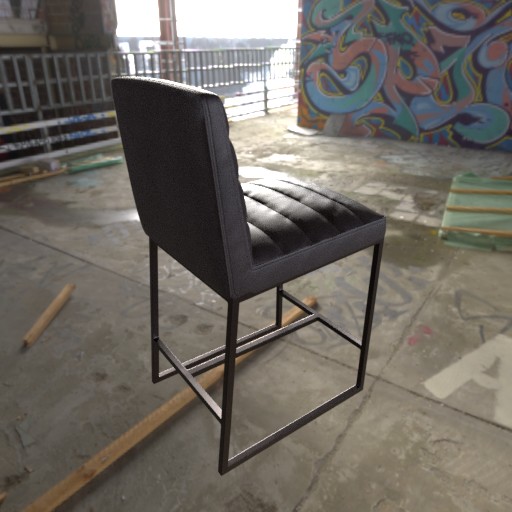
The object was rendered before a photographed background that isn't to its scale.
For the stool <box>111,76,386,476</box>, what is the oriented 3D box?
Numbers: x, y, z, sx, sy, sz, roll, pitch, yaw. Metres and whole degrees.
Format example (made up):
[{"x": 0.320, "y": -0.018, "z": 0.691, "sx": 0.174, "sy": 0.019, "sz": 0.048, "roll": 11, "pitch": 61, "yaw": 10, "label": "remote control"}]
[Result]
[{"x": 0.000, "y": 0.000, "z": 1.241, "sx": 0.562, "sy": 0.946, "sz": 0.463, "roll": -18, "pitch": 31, "yaw": -32, "label": "stool"}]
